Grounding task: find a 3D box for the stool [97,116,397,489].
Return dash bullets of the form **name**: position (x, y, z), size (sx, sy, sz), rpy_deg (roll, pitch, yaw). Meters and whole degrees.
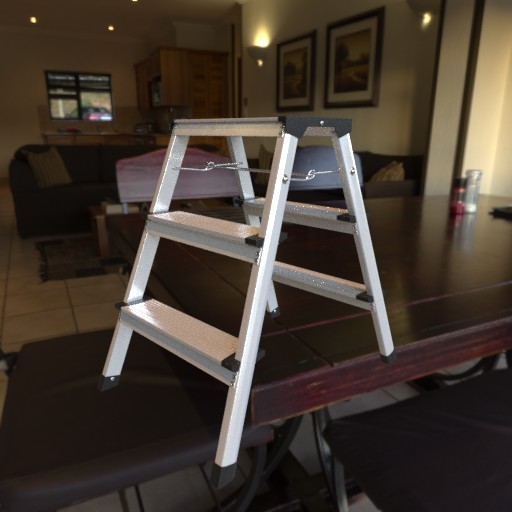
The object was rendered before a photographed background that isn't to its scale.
- **stool**: position (0.000, 0.000, 1.020), size (0.437, 0.605, 0.622), rpy_deg (15, 22, 43)
